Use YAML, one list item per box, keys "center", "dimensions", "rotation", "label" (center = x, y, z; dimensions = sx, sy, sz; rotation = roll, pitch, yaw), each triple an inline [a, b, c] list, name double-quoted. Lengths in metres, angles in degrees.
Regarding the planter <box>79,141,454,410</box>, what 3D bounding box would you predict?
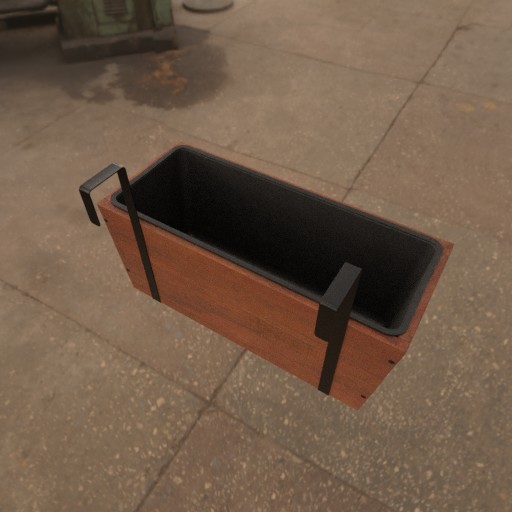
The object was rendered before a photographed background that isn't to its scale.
- center: [0.000, 0.000, 0.650]
  dimensions: [0.480, 0.289, 0.262]
  rotation: [25, 52, 21]
  label: "planter"
